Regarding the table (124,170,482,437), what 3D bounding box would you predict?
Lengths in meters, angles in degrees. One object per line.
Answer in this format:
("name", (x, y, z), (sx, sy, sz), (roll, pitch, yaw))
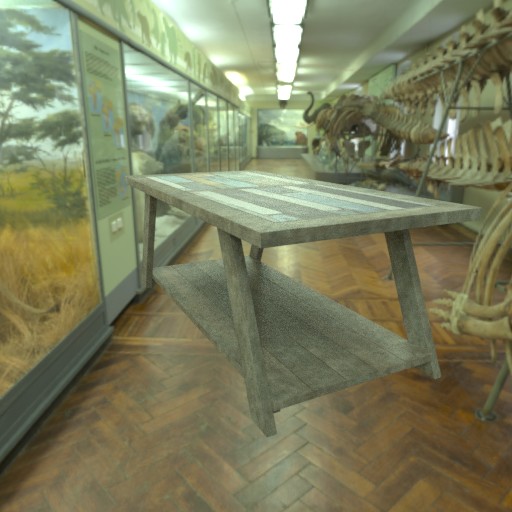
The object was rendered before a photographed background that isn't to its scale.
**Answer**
("table", (0.000, 0.000, 1.527), (0.610, 0.470, 1.219), (-8, 17, -26))
